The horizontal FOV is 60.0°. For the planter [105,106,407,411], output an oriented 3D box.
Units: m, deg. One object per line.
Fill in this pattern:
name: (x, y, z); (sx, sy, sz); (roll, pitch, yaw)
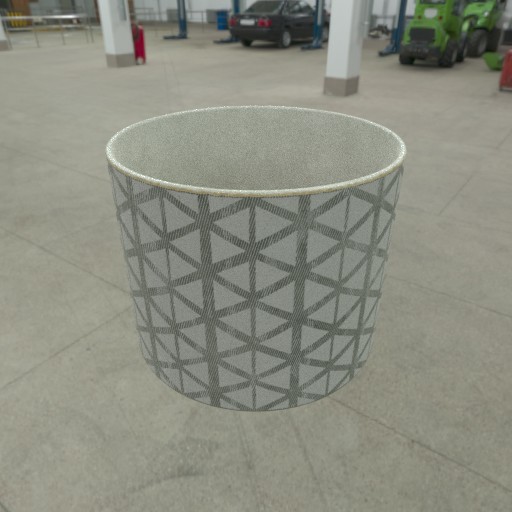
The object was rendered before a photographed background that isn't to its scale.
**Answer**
planter: (0.000, 0.000, 0.443); (0.250, 0.239, 0.250); (0, 31, 0)
